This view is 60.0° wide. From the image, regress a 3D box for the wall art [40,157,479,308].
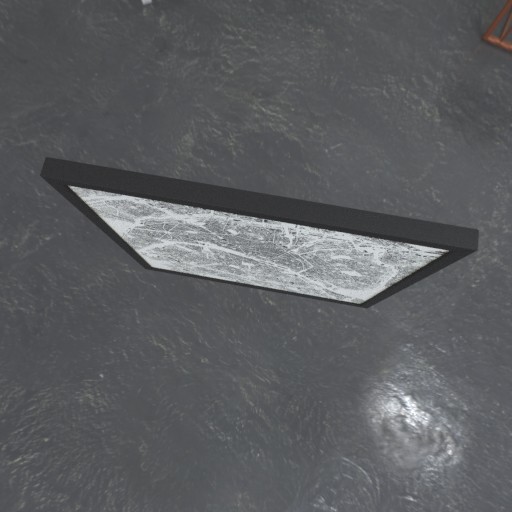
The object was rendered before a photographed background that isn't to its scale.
[{"bbox_3d":[0.000,0.000,1.132,0.763,0.763,0.037,10,76,2],"label":"wall art"}]
